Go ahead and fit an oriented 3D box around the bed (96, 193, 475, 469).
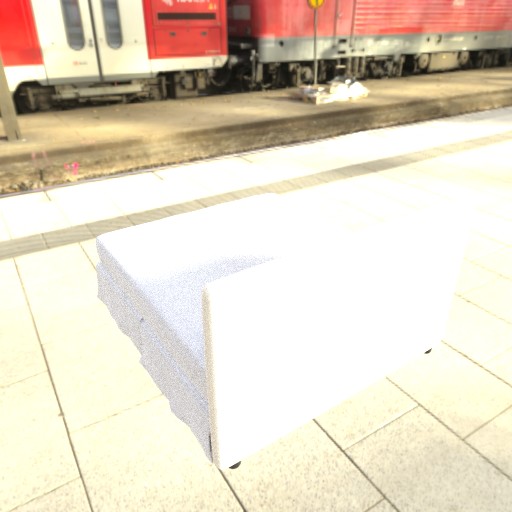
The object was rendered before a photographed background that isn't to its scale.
[{"bbox_3d":[0.000,0.000,3.600,2.119,1.317,2.341,-18,34,-30],"label":"bed"}]
